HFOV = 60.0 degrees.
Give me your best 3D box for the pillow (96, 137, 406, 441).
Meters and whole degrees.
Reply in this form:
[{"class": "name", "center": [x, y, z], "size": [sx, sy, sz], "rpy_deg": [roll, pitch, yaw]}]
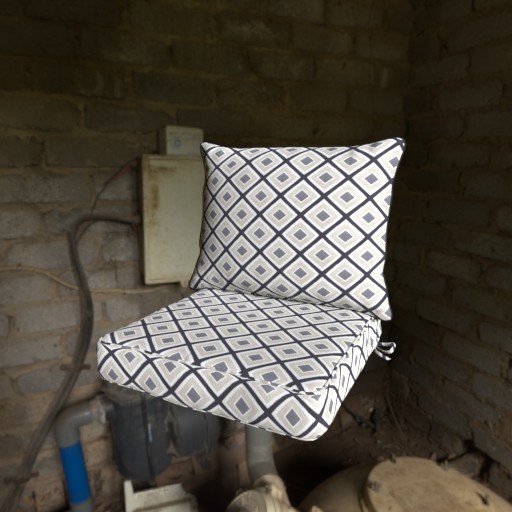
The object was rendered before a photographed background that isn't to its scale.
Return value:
[{"class": "pillow", "center": [0.000, 0.000, 1.378], "size": [0.798, 0.722, 0.733], "rpy_deg": [6, 14, 26]}]
